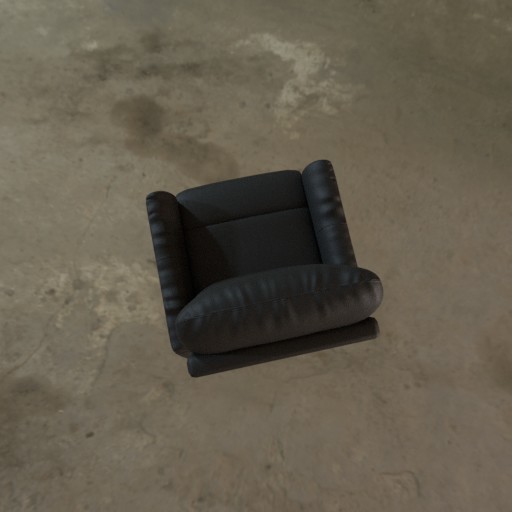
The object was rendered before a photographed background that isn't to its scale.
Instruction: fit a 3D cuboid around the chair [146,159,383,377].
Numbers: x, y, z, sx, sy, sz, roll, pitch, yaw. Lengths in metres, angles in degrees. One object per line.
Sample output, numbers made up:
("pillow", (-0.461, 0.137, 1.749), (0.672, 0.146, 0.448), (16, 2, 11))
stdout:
("chair", (0.000, 0.000, 1.714), (0.775, 1.082, 0.831), (-12, 74, -3))
